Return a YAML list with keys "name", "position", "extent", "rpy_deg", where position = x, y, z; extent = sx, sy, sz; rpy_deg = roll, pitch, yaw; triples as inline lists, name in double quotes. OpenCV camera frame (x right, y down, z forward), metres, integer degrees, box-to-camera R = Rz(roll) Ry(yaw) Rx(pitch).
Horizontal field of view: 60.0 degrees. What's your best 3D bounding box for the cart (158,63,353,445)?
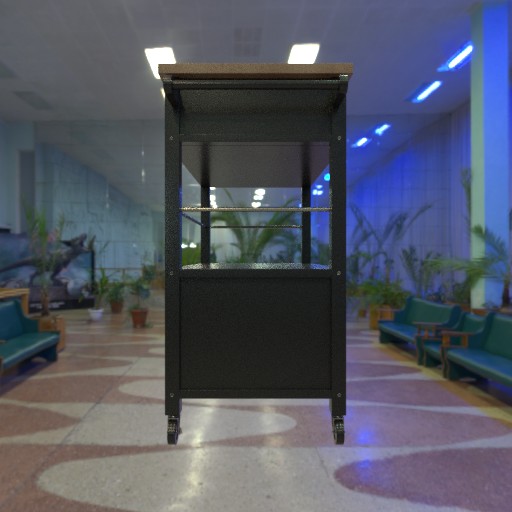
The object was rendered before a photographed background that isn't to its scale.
- name: "cart"
  position: [0.000, 0.000, 1.377]
  extent: [0.459, 0.901, 0.840]
  rpy_deg: [0, 0, 0]
